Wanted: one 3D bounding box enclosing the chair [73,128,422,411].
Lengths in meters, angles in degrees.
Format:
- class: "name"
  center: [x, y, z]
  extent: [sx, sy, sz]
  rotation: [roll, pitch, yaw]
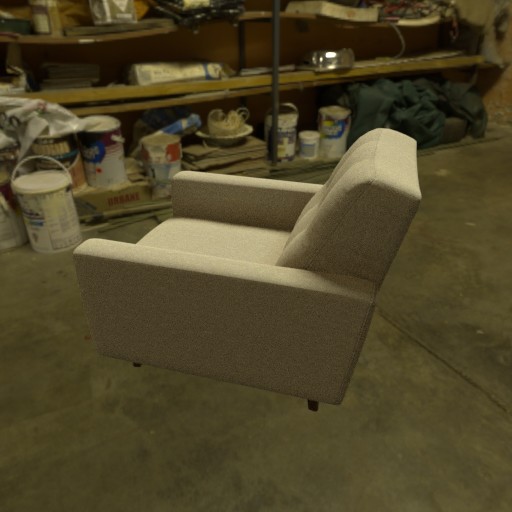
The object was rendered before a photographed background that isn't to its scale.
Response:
- class: "chair"
  center: [0.000, 0.000, 1.825]
  extent: [1.128, 0.965, 0.897]
  rotation: [8, 30, 14]
